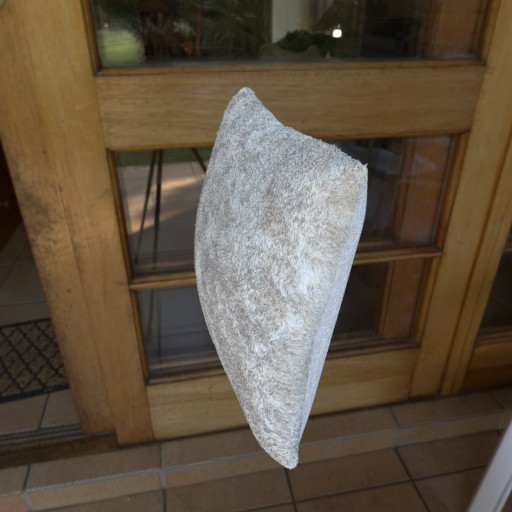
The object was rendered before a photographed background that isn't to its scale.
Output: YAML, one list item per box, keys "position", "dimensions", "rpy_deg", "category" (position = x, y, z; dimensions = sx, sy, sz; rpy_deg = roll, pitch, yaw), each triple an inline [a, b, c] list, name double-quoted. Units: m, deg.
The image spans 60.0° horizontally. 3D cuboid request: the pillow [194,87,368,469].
- position: [0.000, 0.000, 0.815]
  dimensions: [0.218, 0.515, 0.529]
  rpy_deg: [-8, 30, -14]
  category: "pillow"
